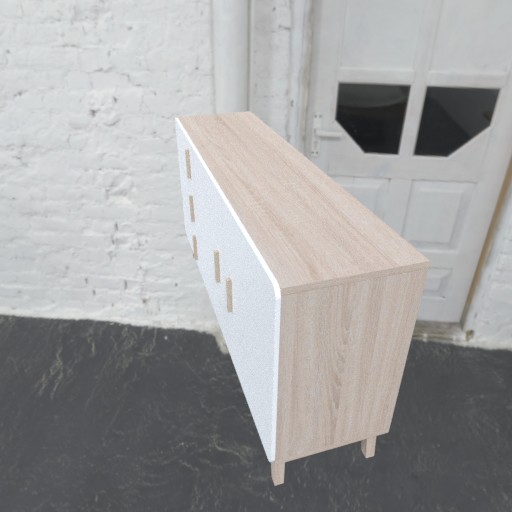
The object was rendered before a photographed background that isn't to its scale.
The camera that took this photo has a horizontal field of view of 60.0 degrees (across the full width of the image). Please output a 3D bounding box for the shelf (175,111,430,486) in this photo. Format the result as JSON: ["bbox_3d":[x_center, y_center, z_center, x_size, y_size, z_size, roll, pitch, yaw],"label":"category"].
[{"bbox_3d":[0.000,0.000,1.802,0.400,0.780,1.490,-9,33,-15],"label":"shelf"}]
